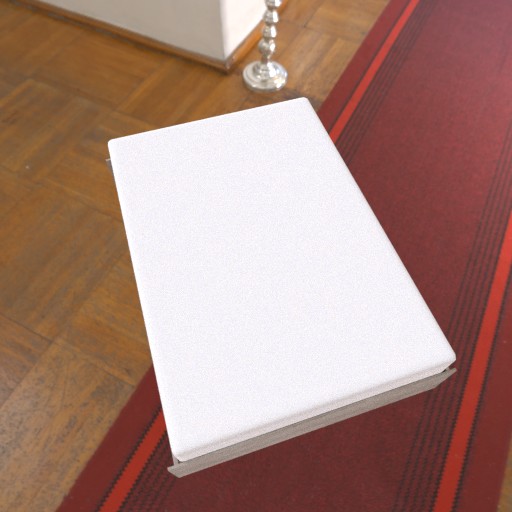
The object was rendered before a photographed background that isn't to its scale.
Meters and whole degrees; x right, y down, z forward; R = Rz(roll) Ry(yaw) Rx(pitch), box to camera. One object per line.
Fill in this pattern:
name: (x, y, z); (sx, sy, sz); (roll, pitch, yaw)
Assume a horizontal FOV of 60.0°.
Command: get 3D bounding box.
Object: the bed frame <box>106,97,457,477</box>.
bed frame: (0.000, 0.000, 2.604); (1.445, 0.497, 1.945); (-16, 60, -9)
